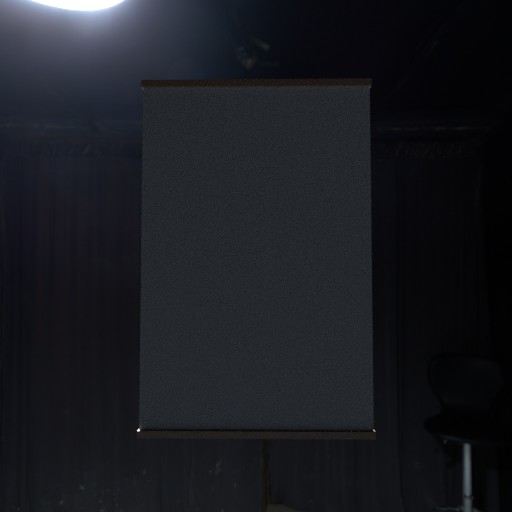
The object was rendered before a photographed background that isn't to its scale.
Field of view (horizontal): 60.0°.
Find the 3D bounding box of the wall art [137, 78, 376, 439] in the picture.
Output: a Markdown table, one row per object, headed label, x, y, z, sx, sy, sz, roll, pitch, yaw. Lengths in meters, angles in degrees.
| label | x | y | z | sx | sy | sz | roll | pitch | yaw |
| --- | --- | --- | --- | --- | --- | --- | --- | --- | --- |
| wall art | 0.000 | 0.000 | 1.886 | 0.990 | 1.519 | 0.030 | 0 | -3 | 1 |
